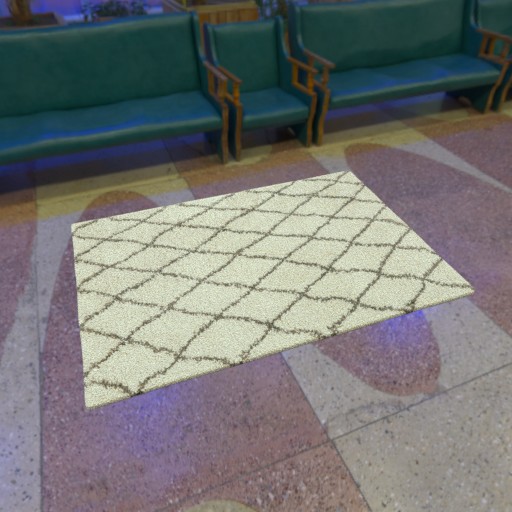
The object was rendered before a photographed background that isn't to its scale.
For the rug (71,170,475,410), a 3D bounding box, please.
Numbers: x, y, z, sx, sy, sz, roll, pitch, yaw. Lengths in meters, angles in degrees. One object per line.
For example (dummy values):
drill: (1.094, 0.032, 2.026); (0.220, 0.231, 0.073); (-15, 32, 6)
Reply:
rug: (0.000, 0.000, 2.301); (1.778, 0.030, 1.219); (-13, 42, -15)
